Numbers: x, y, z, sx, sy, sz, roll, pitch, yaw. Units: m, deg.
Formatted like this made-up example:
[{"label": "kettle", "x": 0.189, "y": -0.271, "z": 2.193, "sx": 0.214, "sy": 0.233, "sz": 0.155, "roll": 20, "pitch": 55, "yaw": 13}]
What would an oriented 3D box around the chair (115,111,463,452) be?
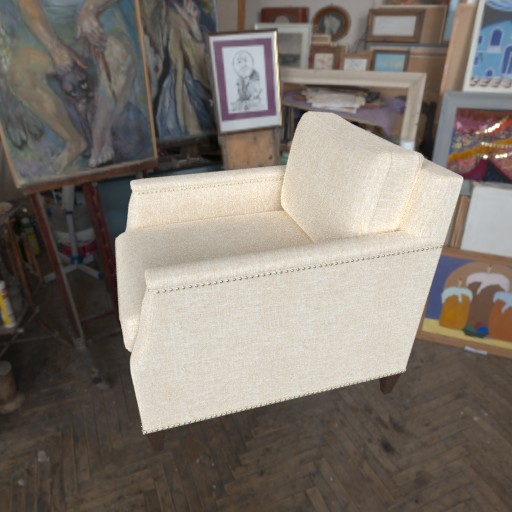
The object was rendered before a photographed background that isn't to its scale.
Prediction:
[{"label": "chair", "x": 0.000, "y": 0.000, "z": 1.723, "sx": 1.041, "sy": 0.940, "sz": 0.838, "roll": -8, "pitch": 31, "yaw": -15}]
